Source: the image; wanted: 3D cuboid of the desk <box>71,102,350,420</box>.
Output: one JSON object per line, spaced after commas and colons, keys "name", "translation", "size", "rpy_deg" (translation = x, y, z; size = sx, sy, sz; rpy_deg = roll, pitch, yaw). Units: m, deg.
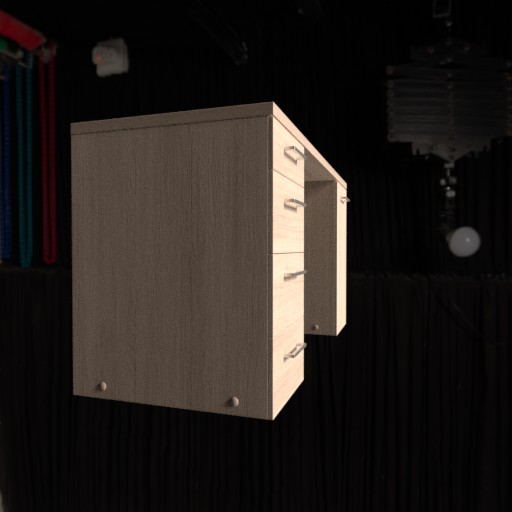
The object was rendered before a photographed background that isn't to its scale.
{"name": "desk", "translation": [0.000, 0.000, 1.771], "size": [0.600, 0.740, 1.390], "rpy_deg": [0, 1, 18]}
